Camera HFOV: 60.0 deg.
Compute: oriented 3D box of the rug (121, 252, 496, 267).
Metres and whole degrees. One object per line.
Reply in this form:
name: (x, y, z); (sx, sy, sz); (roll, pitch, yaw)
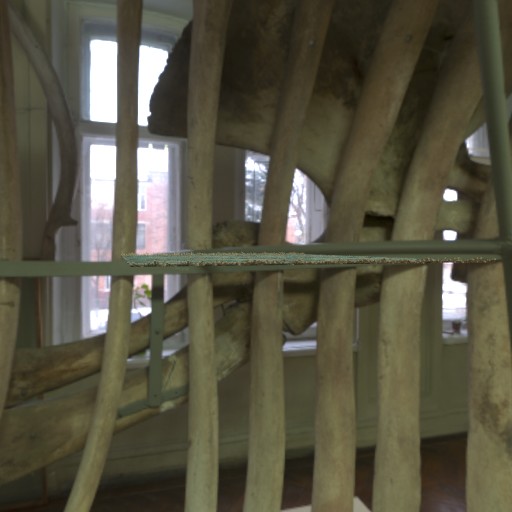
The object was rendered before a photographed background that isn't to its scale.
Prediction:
rug: (0.000, 0.000, 4.218); (2.418, 0.047, 3.307); (0, 1, -18)
